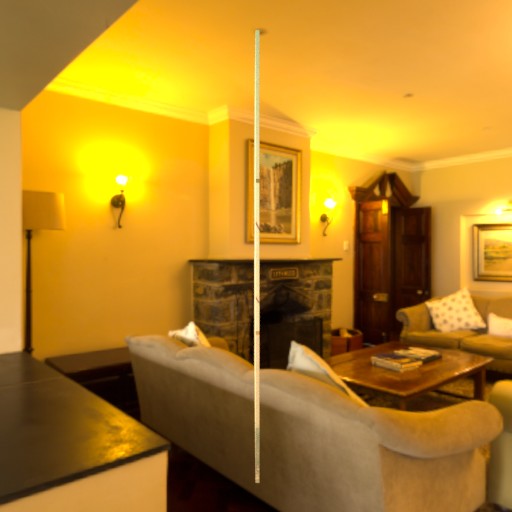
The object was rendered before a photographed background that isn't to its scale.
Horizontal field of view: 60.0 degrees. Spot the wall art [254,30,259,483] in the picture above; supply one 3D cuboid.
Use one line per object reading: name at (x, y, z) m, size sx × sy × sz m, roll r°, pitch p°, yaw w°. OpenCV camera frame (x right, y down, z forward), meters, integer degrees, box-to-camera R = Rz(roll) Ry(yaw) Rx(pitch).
wall art at (0.000, 0.000, 2.249) m, size 0.013 × 1.523 × 1.517 m, roll 0°, pitch 0°, yaw 0°
